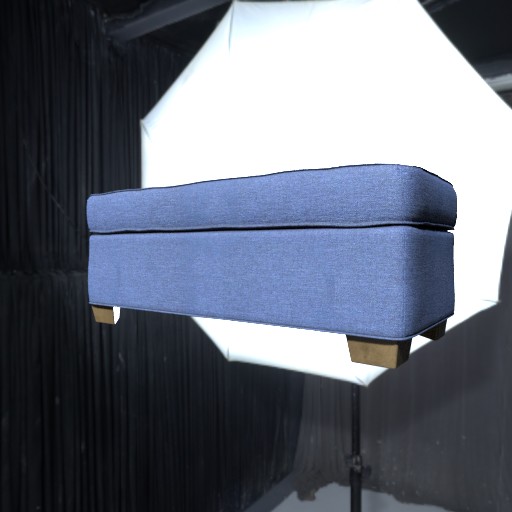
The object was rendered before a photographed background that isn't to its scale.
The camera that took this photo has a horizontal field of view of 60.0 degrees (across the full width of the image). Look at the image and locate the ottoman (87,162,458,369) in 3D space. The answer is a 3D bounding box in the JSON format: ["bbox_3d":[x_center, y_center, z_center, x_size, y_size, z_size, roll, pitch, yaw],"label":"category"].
[{"bbox_3d":[0.000,0.000,1.404,1.110,0.460,0.515,1,1,36],"label":"ottoman"}]
